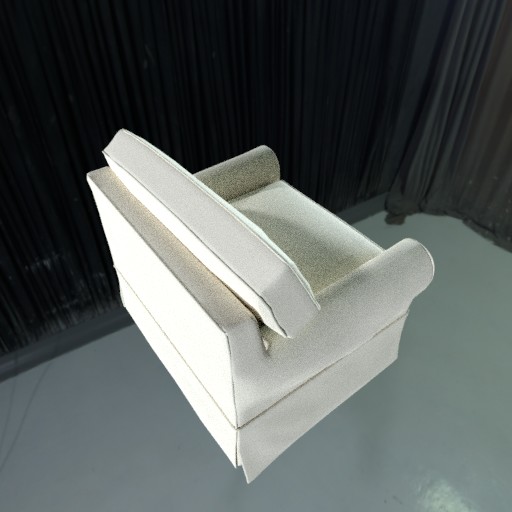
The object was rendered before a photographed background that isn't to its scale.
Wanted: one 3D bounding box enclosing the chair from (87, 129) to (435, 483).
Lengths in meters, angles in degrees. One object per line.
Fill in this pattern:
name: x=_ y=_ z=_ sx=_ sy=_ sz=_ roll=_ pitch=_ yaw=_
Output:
chair: x=0.000 y=0.000 z=1.802 sx=0.904 sy=0.958 sz=1.099 roll=-26 pitch=48 yaw=-26
